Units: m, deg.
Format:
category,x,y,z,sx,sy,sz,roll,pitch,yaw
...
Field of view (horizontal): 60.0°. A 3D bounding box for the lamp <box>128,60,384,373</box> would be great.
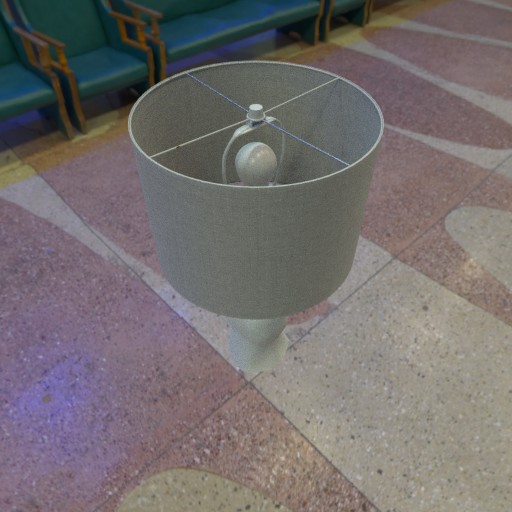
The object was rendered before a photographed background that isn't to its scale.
category,x,y,z,sx,sy,sz,roll,pitch,yaw
lamp,0.000,0.000,0.703,0.298,0.503,0.298,-32,53,-27
